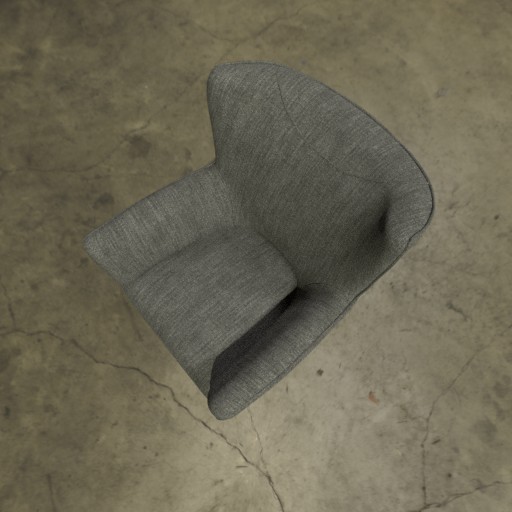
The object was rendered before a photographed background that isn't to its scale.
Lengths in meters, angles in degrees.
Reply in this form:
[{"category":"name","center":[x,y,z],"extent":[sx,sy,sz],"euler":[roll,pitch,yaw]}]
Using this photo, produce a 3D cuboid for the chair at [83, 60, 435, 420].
[{"category":"chair","center":[0.000,0.000,1.557],"extent":[0.888,0.933,0.781],"euler":[-38,70,-17]}]
